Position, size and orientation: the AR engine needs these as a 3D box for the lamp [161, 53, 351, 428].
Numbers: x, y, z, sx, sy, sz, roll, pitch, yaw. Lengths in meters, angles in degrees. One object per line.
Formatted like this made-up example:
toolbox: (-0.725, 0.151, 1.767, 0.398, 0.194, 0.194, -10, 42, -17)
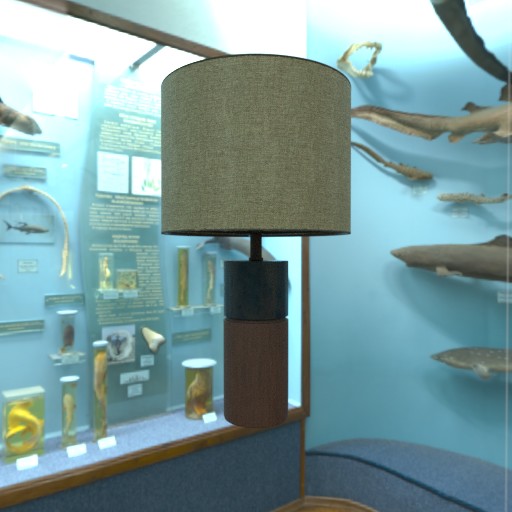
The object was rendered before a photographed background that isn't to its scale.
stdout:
lamp: (0.000, 0.000, 0.482, 0.202, 0.350, 0.202, 0, 1, 0)
